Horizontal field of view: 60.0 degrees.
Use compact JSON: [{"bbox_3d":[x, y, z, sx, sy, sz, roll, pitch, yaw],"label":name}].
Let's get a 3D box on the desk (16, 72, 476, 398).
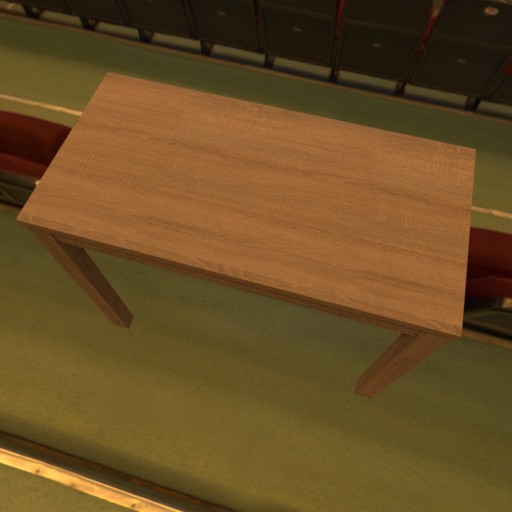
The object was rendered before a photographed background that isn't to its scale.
[{"bbox_3d":[0.000,0.000,1.389,0.991,0.762,0.495,14,64,7],"label":"desk"}]
